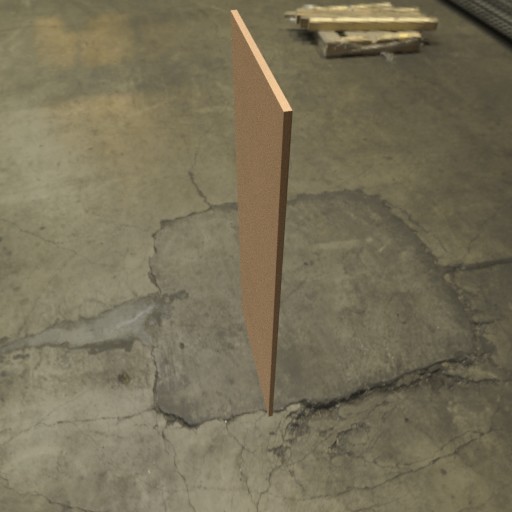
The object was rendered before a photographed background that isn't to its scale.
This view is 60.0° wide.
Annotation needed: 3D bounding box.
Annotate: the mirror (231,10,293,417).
[{"bbox_3d":[0.000,0.000,2.244,0.026,2.031,0.812,-9,48,-9],"label":"mirror"}]
